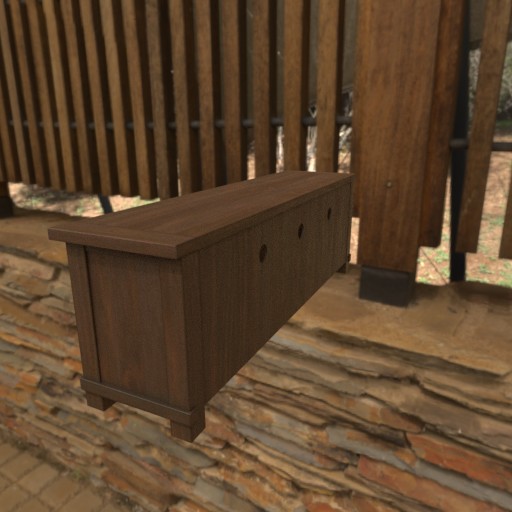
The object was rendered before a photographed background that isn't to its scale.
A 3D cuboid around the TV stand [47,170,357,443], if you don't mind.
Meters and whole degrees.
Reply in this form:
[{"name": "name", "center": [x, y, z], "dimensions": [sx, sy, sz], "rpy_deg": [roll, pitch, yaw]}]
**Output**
[{"name": "TV stand", "center": [0.000, 0.000, 2.097], "dimensions": [0.471, 0.615, 1.866], "rpy_deg": [8, 18, 25]}]
